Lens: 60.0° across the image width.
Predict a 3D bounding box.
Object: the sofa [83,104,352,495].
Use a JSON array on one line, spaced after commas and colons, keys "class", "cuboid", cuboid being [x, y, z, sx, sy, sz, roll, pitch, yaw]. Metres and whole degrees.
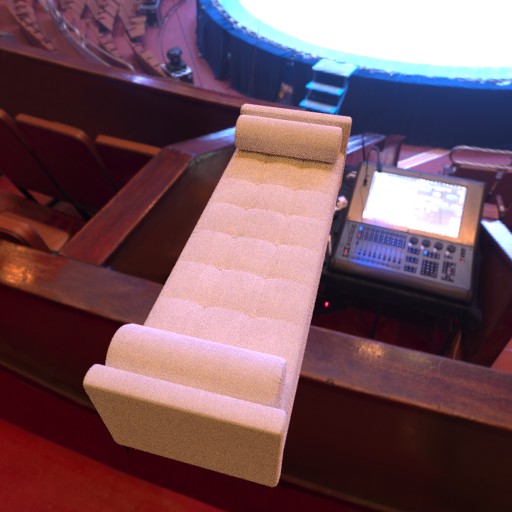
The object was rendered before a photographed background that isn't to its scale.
[{"class": "sofa", "cuboid": [0.000, 0.000, 2.276, 0.686, 0.635, 1.981, 11, 47, 10]}]
